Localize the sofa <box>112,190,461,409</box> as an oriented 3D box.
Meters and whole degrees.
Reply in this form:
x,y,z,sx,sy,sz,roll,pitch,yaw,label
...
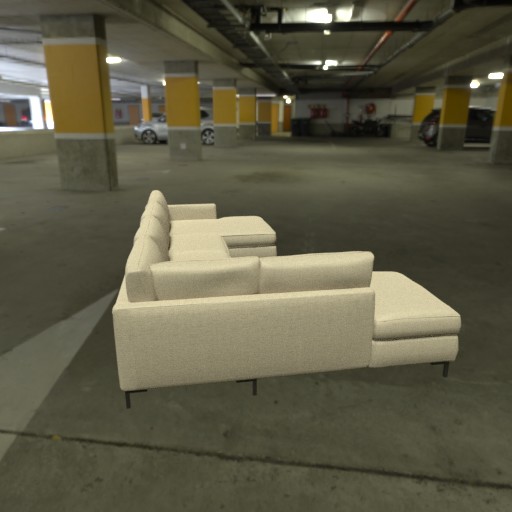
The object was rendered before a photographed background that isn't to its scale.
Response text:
x,y,z,sx,sy,sz,roll,pitch,yaw,label
0.000,0.000,3.578,1.879,0.756,2.737,-3,17,-10,sofa
